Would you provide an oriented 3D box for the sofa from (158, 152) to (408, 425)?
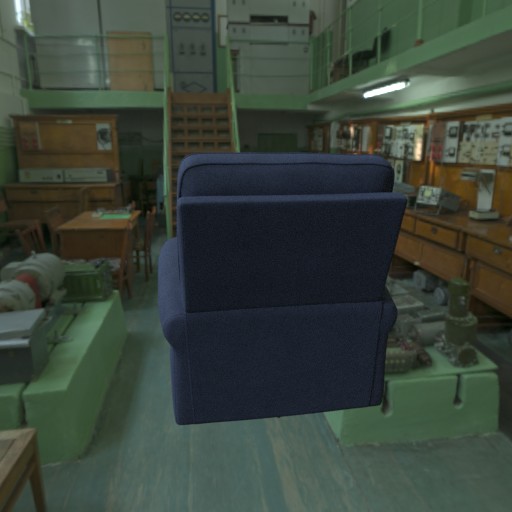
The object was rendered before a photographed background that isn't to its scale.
[{"bbox_3d":[0.000,0.000,2.046,0.880,0.959,1.478,-2,15,-9],"label":"sofa"}]
